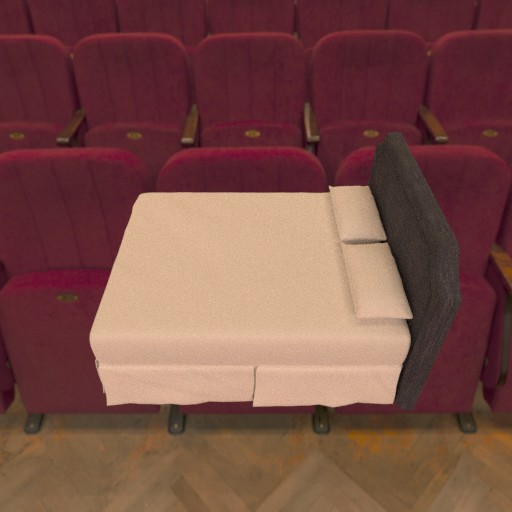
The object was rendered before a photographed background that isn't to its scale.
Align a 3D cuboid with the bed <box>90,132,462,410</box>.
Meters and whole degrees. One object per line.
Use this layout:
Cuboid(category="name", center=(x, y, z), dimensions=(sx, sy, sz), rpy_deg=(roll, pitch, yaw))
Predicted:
Cuboid(category="bed", center=(0.000, 0.000, 3.154), dimensions=(2.116, 1.290, 1.693), rpy_deg=(0, 42, 0))
